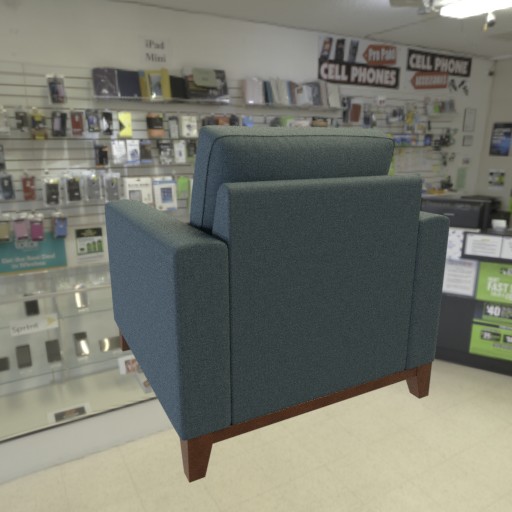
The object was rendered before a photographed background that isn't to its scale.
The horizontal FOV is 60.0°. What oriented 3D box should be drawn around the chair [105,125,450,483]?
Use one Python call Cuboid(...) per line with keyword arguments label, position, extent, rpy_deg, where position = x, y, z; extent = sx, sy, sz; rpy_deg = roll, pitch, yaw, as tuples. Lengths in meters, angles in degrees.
Cuboid(label="chair", position=(0.000, 0.000, 1.828), extent=(1.024, 1.010, 1.038), rpy_deg=(-8, 16, -27))
